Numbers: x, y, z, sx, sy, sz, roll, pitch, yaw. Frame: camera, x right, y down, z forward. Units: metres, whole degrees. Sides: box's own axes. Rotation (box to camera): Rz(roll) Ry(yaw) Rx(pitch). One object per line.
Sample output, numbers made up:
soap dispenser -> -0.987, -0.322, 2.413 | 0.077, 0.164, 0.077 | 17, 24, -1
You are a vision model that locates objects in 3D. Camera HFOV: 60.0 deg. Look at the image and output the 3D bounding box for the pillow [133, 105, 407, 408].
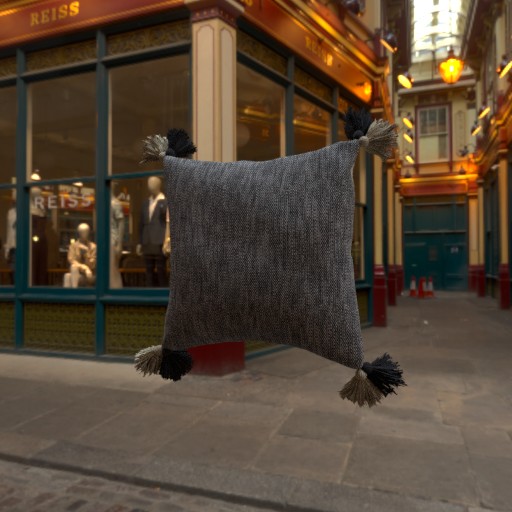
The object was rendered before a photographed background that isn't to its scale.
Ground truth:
pillow -> 0.000, 0.000, 1.011 | 0.654, 0.659, 0.170 | 0, 0, 19
